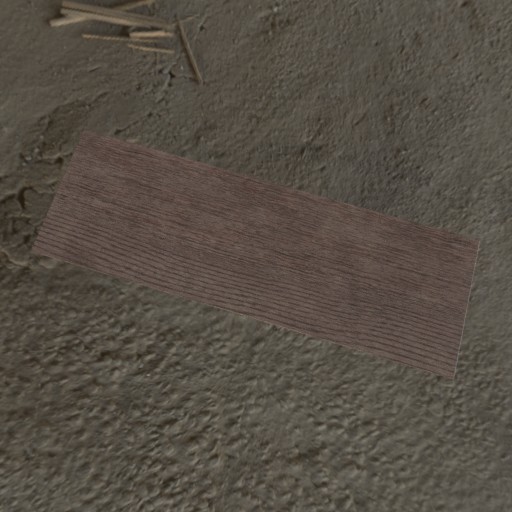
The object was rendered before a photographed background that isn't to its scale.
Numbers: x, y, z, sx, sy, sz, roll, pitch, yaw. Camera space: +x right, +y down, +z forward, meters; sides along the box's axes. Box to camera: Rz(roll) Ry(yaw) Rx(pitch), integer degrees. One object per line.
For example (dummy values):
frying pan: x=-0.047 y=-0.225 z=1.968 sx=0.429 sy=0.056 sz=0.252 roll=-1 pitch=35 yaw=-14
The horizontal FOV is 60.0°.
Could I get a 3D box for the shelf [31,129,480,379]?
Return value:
shelf: x=0.000 y=0.000 z=0.693 sx=0.610 sy=0.125 sz=0.200 roll=16 pitch=77 yaw=4
